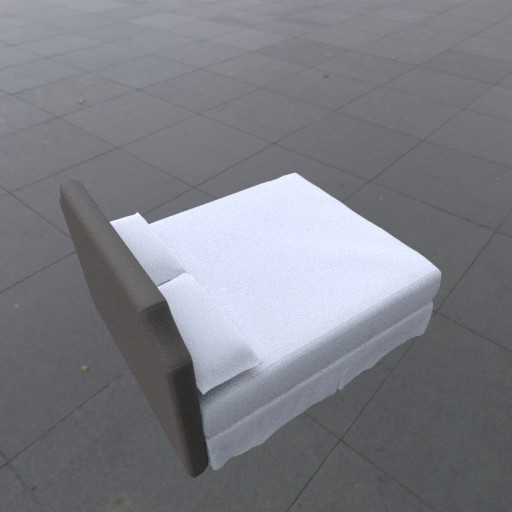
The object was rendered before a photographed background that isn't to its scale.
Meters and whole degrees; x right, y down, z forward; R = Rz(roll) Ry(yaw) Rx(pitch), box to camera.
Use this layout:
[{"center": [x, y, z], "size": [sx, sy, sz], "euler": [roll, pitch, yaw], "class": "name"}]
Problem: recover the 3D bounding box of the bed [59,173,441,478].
[{"center": [0.000, 0.000, 3.856], "size": [2.536, 1.561, 2.194], "euler": [-24, 46, -25], "class": "bed"}]
